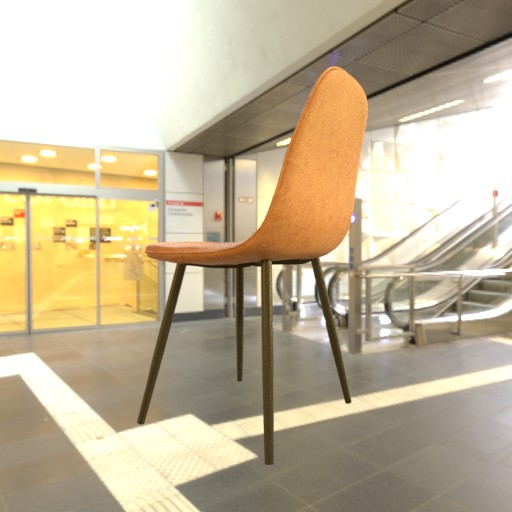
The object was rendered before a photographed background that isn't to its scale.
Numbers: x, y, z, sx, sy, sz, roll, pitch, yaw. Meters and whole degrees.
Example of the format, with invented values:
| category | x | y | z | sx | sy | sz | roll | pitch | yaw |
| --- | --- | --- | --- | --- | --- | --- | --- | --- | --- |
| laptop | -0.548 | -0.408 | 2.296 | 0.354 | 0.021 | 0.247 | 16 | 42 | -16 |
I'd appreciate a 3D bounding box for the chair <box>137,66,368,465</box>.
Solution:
| category | x | y | z | sx | sy | sz | roll | pitch | yaw |
| --- | --- | --- | --- | --- | --- | --- | --- | --- | --- |
| chair | 0.000 | 0.000 | 1.237 | 0.561 | 0.889 | 0.472 | 1 | 1 | 33 |
